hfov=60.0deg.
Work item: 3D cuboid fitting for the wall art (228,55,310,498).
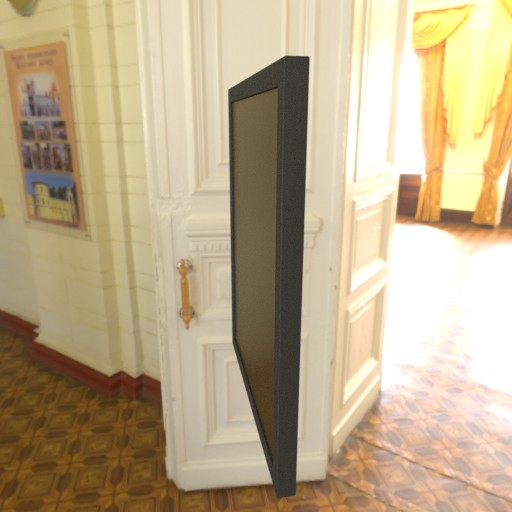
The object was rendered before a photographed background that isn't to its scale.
[{"bbox_3d":[0.000,0.000,0.745,0.028,0.558,0.457,-3,17,-10],"label":"wall art"}]
